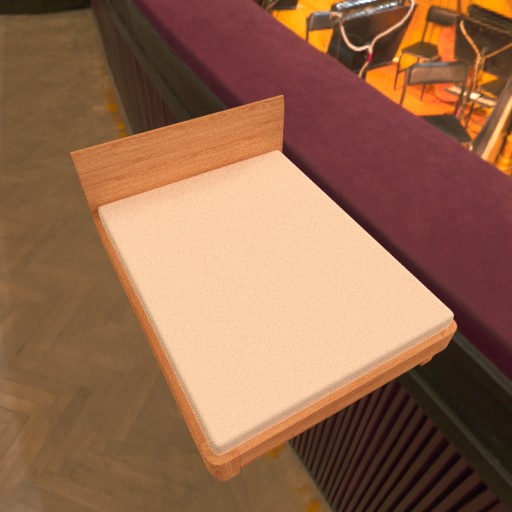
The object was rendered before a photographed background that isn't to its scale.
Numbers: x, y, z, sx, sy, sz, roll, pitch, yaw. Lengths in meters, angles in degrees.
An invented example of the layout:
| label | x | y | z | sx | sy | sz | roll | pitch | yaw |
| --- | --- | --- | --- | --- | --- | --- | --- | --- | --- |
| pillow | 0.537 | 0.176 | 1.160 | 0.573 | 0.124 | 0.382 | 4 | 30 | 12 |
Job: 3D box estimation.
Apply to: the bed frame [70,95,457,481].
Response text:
| label | x | y | z | sx | sy | sz | roll | pitch | yaw |
| --- | --- | --- | --- | --- | --- | --- | --- | --- | --- |
| bed frame | 0.000 | 0.000 | 2.935 | 1.660 | 0.940 | 2.092 | -22 | 50 | -20 |
